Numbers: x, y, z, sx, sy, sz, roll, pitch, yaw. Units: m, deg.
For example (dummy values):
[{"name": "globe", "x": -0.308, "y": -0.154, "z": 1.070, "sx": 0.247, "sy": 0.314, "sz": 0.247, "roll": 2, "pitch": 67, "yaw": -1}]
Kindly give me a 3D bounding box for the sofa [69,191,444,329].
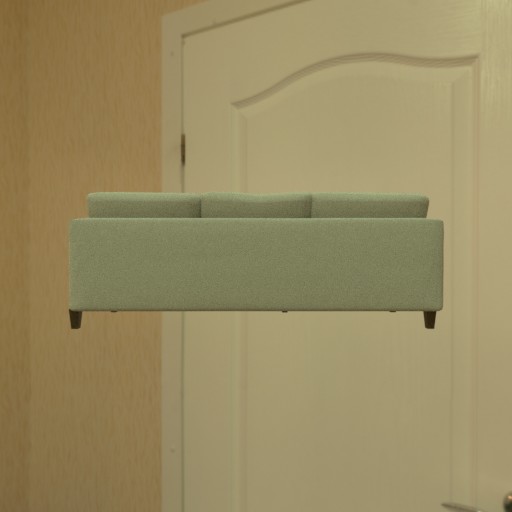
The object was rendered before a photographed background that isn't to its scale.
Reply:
[{"name": "sofa", "x": 0.000, "y": 0.000, "z": 4.541, "sx": 2.522, "sy": 0.934, "sz": 3.333, "roll": 0, "pitch": 1, "yaw": 0}]
